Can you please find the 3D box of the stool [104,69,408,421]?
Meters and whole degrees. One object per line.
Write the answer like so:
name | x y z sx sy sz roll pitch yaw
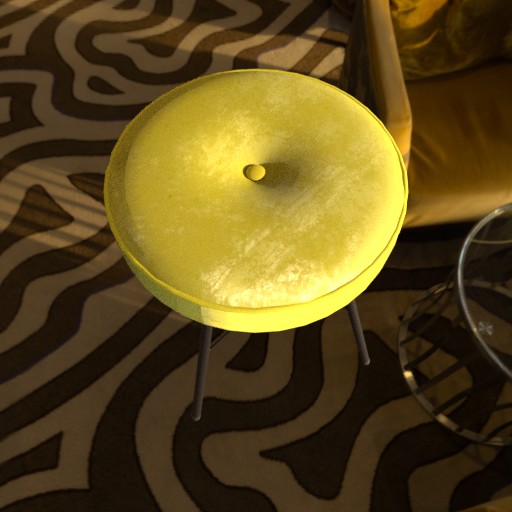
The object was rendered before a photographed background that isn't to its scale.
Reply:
stool | 0.000 0.000 0.807 0.409 0.508 0.409 -16 63 -8
